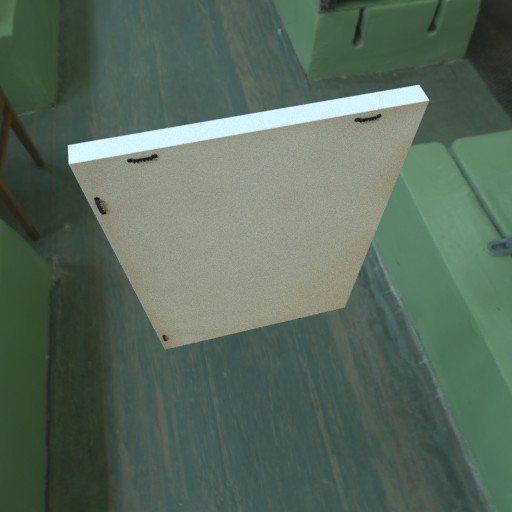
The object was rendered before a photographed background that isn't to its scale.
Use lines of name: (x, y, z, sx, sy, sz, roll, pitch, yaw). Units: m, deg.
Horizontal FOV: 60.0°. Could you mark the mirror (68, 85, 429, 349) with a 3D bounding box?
mirror: (0.000, 0.000, 0.916, 0.507, 0.710, 0.040, -12, 60, -7)
